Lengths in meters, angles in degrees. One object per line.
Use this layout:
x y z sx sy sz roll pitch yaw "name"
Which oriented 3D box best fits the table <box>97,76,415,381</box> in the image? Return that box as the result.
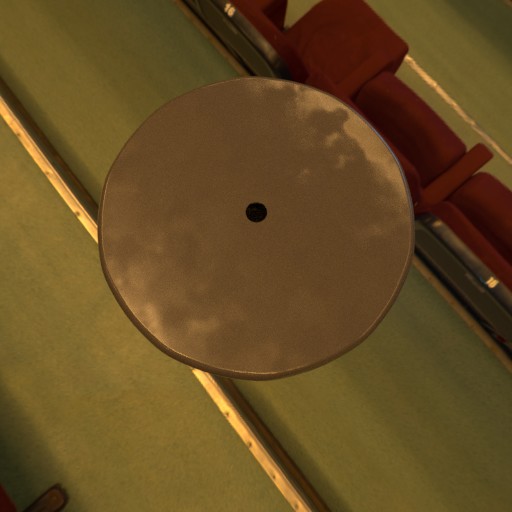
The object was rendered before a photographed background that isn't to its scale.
0.000 0.000 0.665 0.352 0.387 0.352 0 76 0 "table"
